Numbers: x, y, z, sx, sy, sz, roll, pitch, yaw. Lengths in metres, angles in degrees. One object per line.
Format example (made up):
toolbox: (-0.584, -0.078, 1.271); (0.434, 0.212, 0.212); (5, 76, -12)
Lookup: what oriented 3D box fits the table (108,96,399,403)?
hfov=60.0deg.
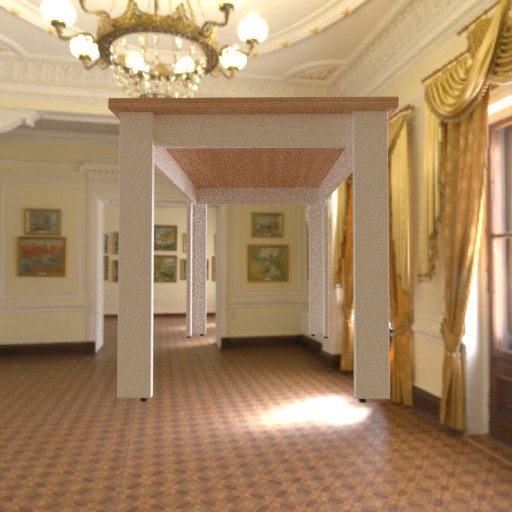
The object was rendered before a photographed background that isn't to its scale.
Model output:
table: (0.000, 0.000, 1.605); (0.700, 0.734, 1.100); (0, -2, 1)
